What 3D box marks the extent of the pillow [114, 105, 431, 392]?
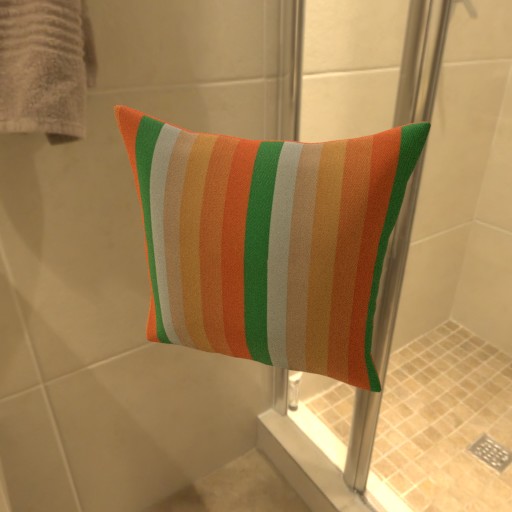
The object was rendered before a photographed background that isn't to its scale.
[{"bbox_3d":[0.000,0.000,0.709,0.453,0.444,0.169,9,29,16],"label":"pillow"}]
